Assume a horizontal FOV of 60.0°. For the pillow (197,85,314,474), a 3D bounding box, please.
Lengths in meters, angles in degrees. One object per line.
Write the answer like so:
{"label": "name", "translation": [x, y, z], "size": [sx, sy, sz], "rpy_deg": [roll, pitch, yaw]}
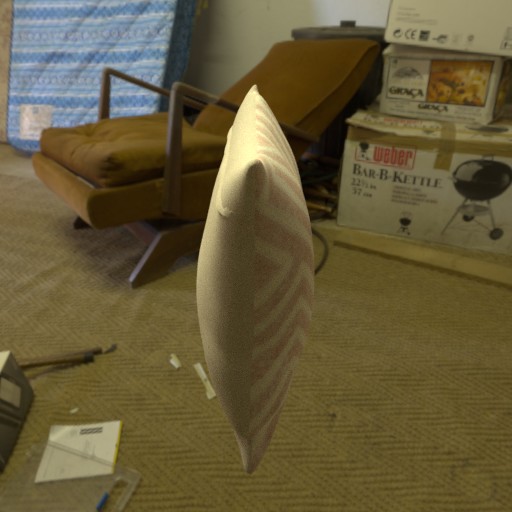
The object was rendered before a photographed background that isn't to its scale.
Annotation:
{"label": "pillow", "translation": [0.000, 0.000, 0.683], "size": [0.182, 0.441, 0.440], "rpy_deg": [0, 31, 0]}
